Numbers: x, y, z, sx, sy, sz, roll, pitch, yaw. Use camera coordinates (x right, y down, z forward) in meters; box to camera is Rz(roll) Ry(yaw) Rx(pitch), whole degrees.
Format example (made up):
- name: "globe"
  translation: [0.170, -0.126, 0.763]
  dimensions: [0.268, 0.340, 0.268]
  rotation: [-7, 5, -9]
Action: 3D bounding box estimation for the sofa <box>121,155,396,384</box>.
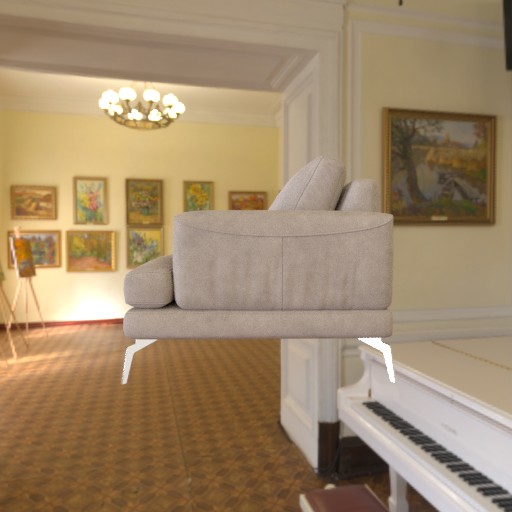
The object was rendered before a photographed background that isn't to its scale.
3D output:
- name: "sofa"
  translation: [0.000, 0.000, 2.517]
  dimensions: [0.980, 0.830, 2.013]
  rotation: [0, 2, -1]
